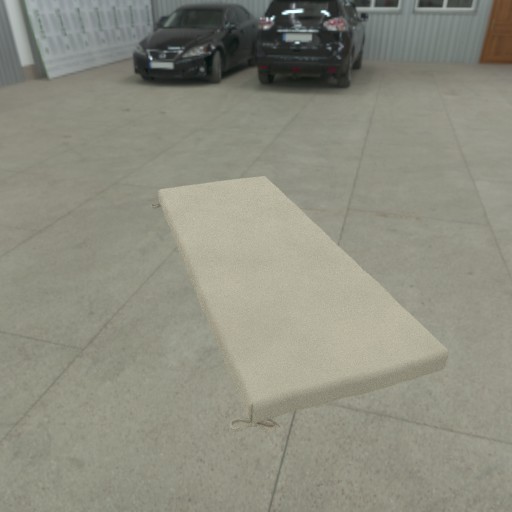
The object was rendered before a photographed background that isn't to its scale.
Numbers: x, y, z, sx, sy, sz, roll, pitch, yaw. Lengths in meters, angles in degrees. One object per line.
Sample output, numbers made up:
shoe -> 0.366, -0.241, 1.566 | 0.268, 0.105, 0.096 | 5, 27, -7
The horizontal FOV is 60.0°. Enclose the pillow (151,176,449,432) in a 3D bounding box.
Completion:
pillow -> 0.000, 0.000, 1.354 | 0.492, 0.081, 1.187 | -10, 32, -17
